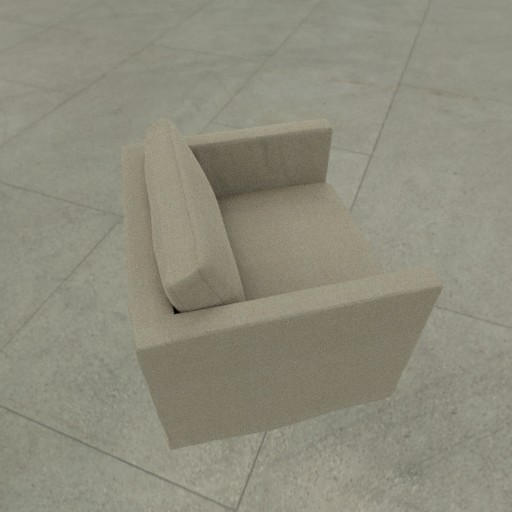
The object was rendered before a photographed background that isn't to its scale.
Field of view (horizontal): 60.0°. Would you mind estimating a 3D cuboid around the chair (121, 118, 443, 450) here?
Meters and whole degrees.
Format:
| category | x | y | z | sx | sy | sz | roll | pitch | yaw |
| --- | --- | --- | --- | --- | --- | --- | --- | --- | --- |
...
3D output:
| category | x | y | z | sx | sy | sz | roll | pitch | yaw |
| --- | --- | --- | --- | --- | --- | --- | --- | --- | --- |
| chair | 0.000 | 0.000 | 1.782 | 0.949 | 0.863 | 1.057 | -10 | 47 | -10 |
